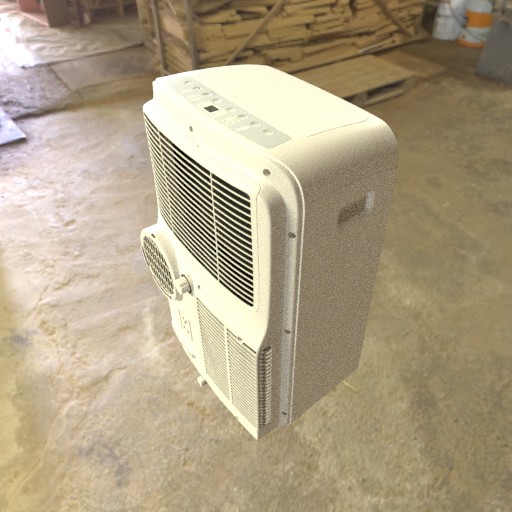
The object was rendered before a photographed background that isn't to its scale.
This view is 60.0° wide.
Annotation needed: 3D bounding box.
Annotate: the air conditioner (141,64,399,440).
[{"bbox_3d":[0.000,0.000,0.952,0.365,0.700,0.454,-26,48,-26],"label":"air conditioner"}]
